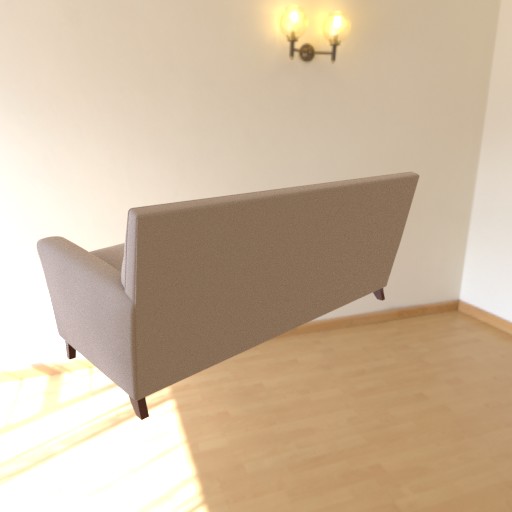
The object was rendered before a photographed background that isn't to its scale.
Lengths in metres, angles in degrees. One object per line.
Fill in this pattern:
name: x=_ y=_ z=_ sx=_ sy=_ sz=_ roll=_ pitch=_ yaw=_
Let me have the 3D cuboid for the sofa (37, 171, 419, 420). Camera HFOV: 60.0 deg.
sofa: x=0.000 y=0.000 z=2.429 sx=2.000 sy=0.846 sz=0.875 roll=-15 pitch=22 yaw=-42
